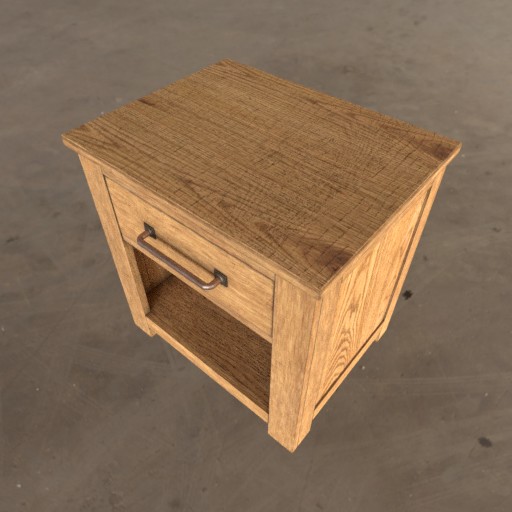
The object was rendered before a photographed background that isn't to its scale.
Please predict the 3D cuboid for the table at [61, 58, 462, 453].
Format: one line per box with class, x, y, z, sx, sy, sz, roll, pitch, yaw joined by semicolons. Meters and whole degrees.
table;0.000;0.000;1.058;0.601;0.625;0.494;31;54;27
